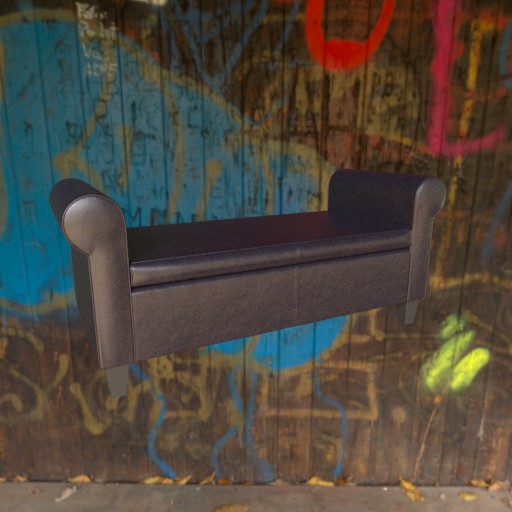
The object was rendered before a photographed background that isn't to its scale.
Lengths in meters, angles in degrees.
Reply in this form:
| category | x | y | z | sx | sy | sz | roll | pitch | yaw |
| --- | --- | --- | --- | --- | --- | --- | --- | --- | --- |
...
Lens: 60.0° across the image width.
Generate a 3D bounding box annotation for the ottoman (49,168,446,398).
| category | x | y | z | sx | sy | sz | roll | pitch | yaw |
| --- | --- | --- | --- | --- | --- | --- | --- | --- | --- |
| ottoman | 0.000 | 0.000 | 1.554 | 1.256 | 0.547 | 0.521 | -7 | 16 | -26 |
